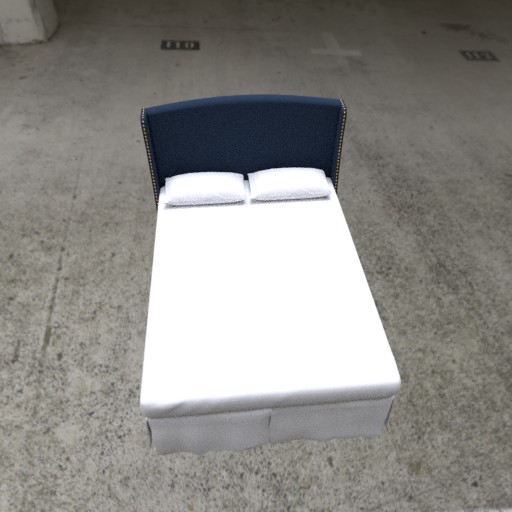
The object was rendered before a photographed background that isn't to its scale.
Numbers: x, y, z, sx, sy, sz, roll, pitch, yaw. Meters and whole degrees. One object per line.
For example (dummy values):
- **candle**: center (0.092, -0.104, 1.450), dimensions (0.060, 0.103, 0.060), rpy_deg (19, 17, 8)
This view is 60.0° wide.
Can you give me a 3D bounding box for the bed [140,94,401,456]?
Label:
- **bed**: center (0.000, 0.000, 3.193), dimensions (1.604, 1.402, 2.223), rpy_deg (-4, 46, -4)
